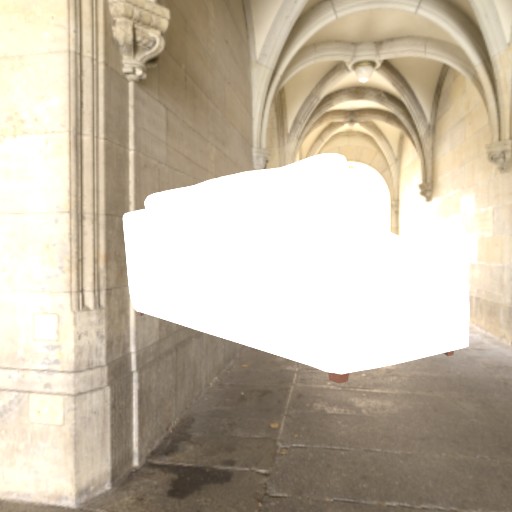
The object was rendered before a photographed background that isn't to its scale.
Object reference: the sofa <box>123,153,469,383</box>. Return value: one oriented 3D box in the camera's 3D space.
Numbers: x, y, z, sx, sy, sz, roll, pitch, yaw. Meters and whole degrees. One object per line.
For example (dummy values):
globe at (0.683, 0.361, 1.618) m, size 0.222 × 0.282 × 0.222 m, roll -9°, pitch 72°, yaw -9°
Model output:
sofa at (0.000, 0.000, 3.002) m, size 1.009 × 1.022 × 2.470 m, roll -1°, pitch 1°, yaw -35°
